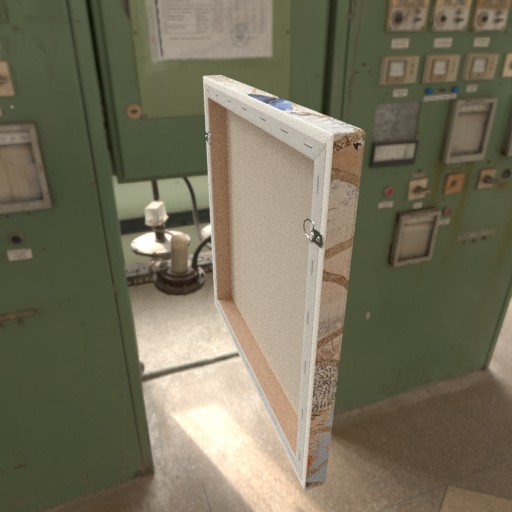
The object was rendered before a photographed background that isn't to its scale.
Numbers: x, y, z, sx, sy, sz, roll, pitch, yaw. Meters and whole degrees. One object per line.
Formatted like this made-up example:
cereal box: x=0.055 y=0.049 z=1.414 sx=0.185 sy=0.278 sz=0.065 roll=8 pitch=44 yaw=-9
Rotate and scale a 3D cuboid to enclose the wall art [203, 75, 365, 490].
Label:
wall art: x=0.000 y=0.000 z=0.731 sx=0.038 sy=0.508 sz=0.507 roll=-9 pitch=29 yaw=-17
